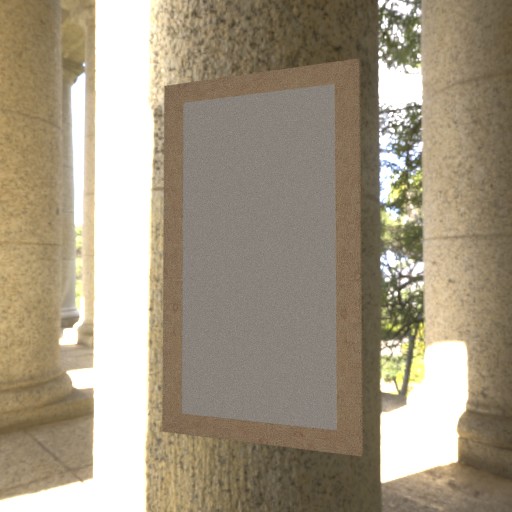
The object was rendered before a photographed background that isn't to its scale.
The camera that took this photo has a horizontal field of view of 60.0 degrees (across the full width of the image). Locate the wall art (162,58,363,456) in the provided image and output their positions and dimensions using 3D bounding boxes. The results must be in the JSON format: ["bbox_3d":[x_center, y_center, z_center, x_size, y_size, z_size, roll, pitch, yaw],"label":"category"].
[{"bbox_3d":[0.000,0.000,0.824,0.381,0.683,0.013,-1,-2,18],"label":"wall art"}]
